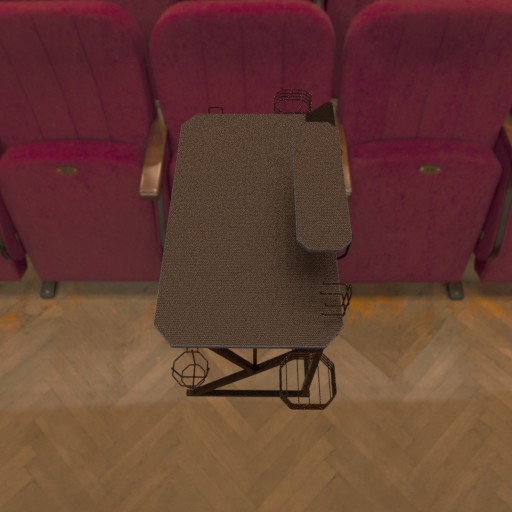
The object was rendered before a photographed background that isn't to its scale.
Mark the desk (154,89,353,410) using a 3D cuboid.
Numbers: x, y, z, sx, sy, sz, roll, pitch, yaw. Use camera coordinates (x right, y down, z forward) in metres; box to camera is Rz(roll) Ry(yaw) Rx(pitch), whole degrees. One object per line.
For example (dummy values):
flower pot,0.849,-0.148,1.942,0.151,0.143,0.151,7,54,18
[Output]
desk,0.000,0.000,1.772,0.594,0.909,1.295,0,58,0
